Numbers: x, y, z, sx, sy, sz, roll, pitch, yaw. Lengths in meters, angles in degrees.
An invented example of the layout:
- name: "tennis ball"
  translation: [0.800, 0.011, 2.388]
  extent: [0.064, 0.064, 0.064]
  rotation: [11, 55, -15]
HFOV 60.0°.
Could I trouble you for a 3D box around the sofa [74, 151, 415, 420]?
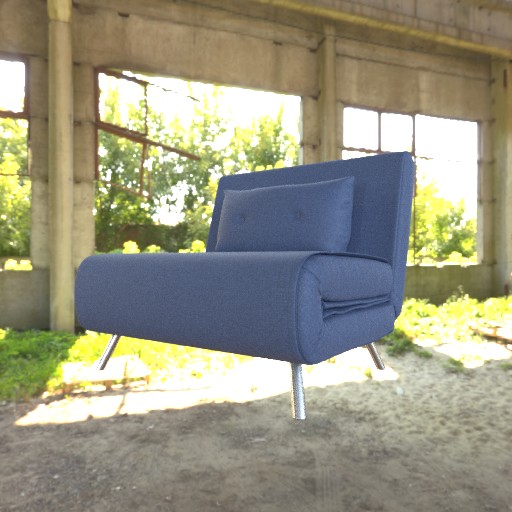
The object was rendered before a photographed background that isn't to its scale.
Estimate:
- name: "sofa"
  translation: [0.000, 0.000, 1.758]
  extent: [0.999, 0.860, 0.996]
  rotation: [0, 0, 35]
